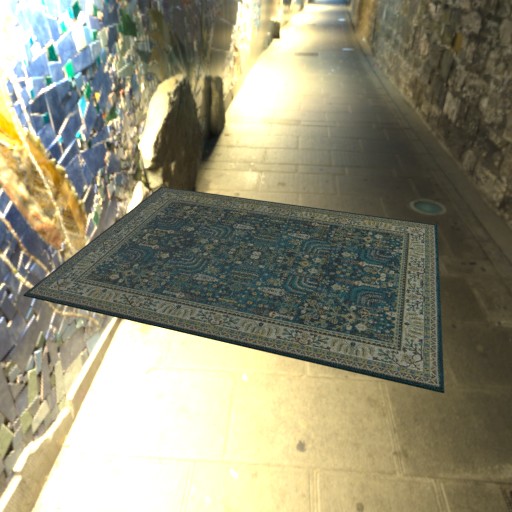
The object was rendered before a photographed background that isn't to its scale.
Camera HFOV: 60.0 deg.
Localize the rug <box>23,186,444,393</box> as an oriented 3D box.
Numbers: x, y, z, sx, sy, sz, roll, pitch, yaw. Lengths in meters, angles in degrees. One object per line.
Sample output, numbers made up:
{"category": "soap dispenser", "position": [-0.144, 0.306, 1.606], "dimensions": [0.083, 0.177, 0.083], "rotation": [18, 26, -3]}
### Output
{"category": "rug", "position": [0.000, 0.000, 2.826], "dimensions": [2.213, 0.013, 1.594], "rotation": [10, 33, 15]}
